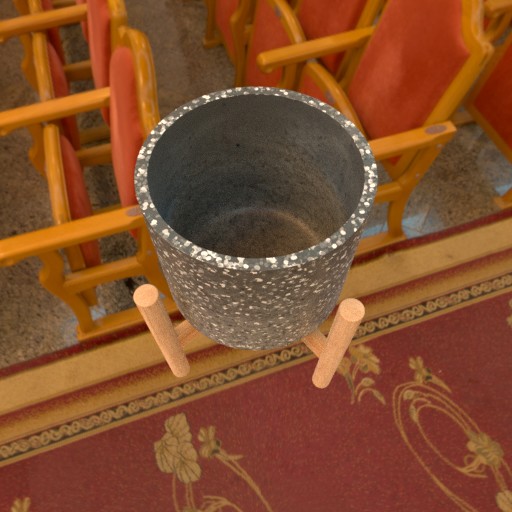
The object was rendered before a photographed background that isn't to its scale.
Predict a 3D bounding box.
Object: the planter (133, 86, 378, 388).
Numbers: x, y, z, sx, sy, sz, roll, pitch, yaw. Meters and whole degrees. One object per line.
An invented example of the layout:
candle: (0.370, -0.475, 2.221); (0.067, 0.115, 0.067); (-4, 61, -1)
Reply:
planter: (0.000, 0.000, 0.544); (0.284, 0.320, 0.284); (-16, 60, -9)
